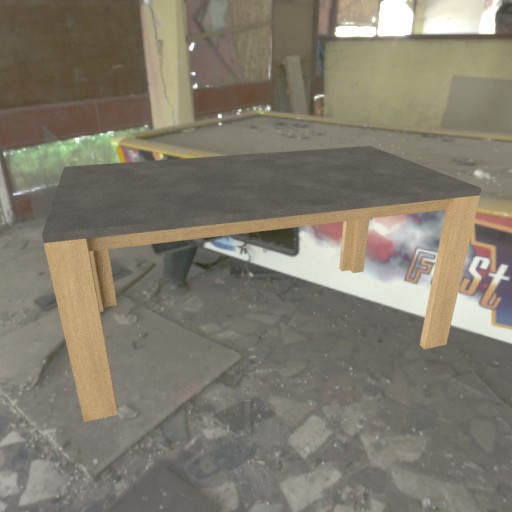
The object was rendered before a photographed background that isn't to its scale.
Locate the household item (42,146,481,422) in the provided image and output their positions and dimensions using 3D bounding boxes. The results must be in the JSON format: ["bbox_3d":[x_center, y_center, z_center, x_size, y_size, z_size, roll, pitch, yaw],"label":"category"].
[{"bbox_3d":[0.000,0.000,2.064,1.600,0.755,0.850,-8,26,-15],"label":"household item"}]
